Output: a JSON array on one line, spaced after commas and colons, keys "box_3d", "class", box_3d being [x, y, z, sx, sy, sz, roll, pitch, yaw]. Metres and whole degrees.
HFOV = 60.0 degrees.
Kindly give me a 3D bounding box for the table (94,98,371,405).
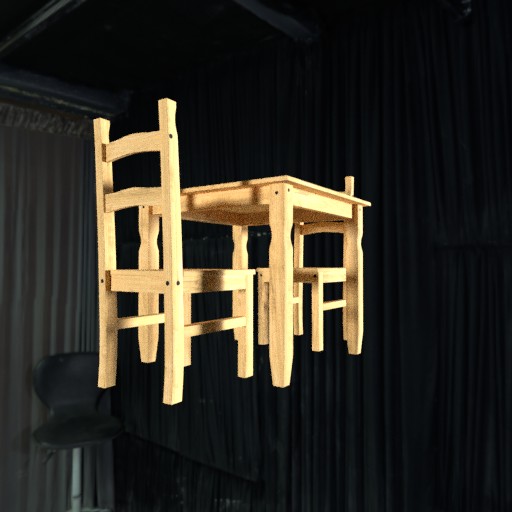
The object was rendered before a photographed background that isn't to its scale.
[{"box_3d": [0.000, 0.000, 2.071, 0.813, 0.942, 1.501, -1, -1, 34], "class": "table"}]
